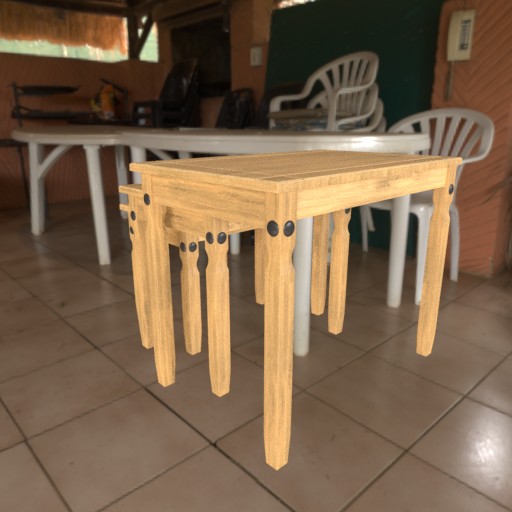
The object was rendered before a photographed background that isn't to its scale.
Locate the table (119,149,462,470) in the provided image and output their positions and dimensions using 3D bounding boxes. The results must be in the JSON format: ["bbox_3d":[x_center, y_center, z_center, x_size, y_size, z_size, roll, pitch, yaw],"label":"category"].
[{"bbox_3d":[0.000,0.000,1.210,0.660,0.535,0.773,-16,23,-42],"label":"table"}]
